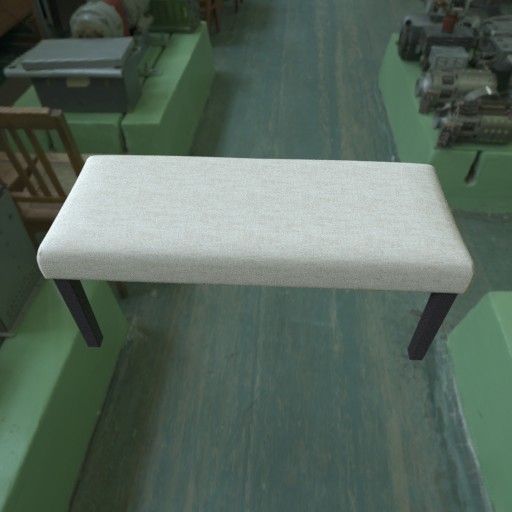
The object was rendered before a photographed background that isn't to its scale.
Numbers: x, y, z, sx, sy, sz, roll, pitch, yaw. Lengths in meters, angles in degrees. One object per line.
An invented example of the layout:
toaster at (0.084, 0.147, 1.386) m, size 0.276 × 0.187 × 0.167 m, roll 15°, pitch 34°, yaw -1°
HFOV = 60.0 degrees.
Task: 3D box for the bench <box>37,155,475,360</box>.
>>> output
bench at (0.000, 0.000, 1.274) m, size 1.013 × 0.456 × 0.407 m, roll 2°, pitch 46°, yaw 2°
